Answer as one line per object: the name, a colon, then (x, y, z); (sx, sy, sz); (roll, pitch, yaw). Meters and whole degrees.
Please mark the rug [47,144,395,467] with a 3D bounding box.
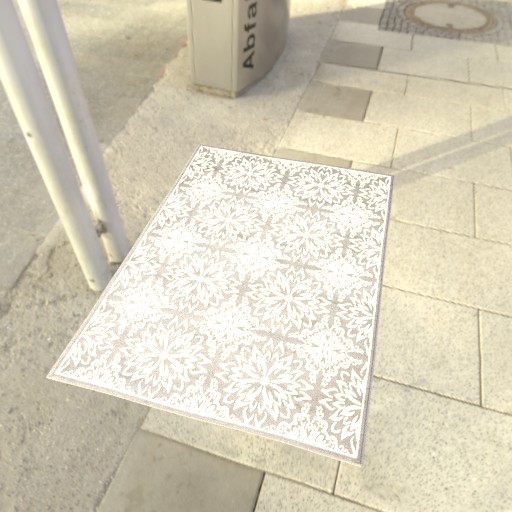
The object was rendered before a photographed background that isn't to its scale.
rug: (0.000, 0.000, 2.842); (1.608, 0.014, 2.213); (12, 48, 11)
